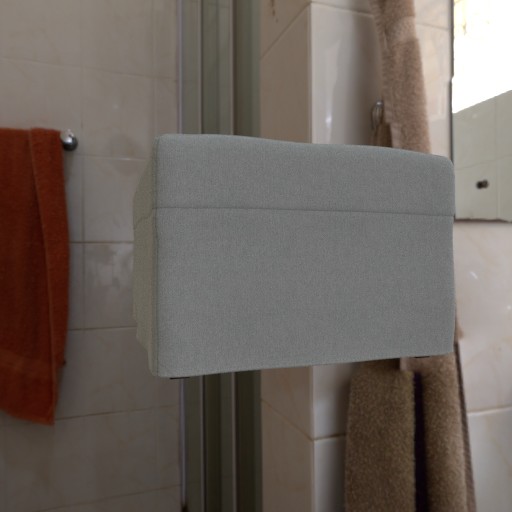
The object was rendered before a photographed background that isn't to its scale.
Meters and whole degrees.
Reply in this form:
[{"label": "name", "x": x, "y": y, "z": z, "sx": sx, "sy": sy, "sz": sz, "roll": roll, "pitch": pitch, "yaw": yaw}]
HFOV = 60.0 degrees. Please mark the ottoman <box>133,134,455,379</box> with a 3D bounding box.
[{"label": "ottoman", "x": 0.000, "y": 0.000, "z": 1.237, "sx": 0.648, "sy": 0.461, "sz": 0.833, "roll": 0, "pitch": 0, "yaw": -18}]
